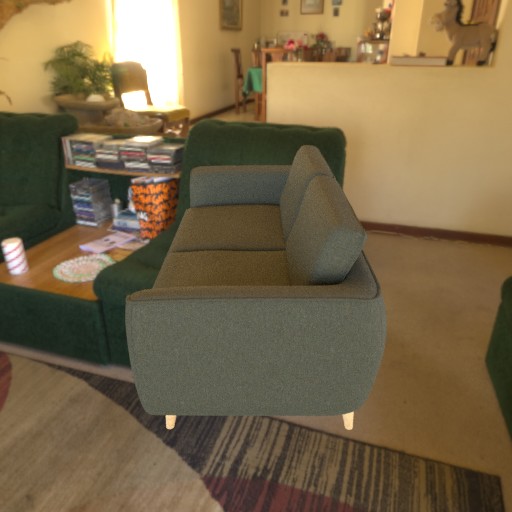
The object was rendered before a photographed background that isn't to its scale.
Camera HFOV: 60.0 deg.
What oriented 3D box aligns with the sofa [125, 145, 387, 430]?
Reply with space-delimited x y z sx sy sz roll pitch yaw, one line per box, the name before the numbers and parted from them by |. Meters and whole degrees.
sofa | 0.000 0.000 2.224 0.920 0.850 1.700 0 26 0
